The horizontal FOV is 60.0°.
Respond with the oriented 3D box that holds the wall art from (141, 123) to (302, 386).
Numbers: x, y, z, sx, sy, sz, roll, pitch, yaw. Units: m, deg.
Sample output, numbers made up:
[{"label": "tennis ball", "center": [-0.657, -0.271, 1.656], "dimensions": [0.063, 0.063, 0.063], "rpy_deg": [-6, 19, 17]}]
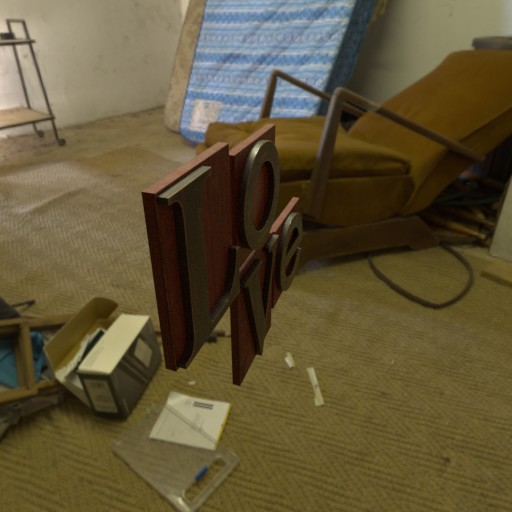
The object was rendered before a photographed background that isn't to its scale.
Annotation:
[{"label": "wall art", "center": [0.000, 0.000, 0.846], "dimensions": [0.030, 0.497, 0.635], "rpy_deg": [10, 32, 17]}]
